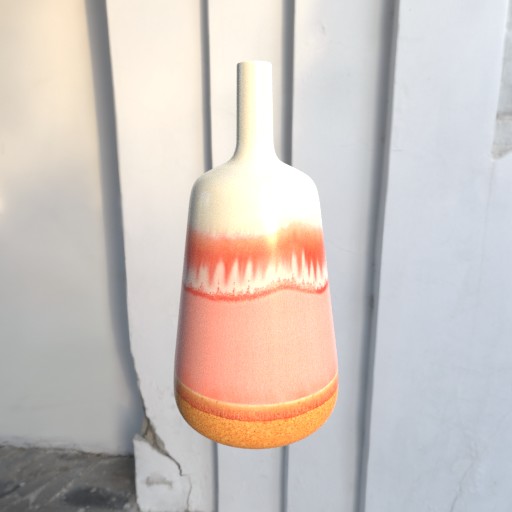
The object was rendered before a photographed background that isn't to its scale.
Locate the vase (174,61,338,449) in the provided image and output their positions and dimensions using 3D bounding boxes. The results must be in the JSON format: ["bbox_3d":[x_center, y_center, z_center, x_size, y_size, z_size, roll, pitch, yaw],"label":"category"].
[{"bbox_3d":[0.000,0.000,0.367,0.144,0.296,0.144,0,14,0],"label":"vase"}]
